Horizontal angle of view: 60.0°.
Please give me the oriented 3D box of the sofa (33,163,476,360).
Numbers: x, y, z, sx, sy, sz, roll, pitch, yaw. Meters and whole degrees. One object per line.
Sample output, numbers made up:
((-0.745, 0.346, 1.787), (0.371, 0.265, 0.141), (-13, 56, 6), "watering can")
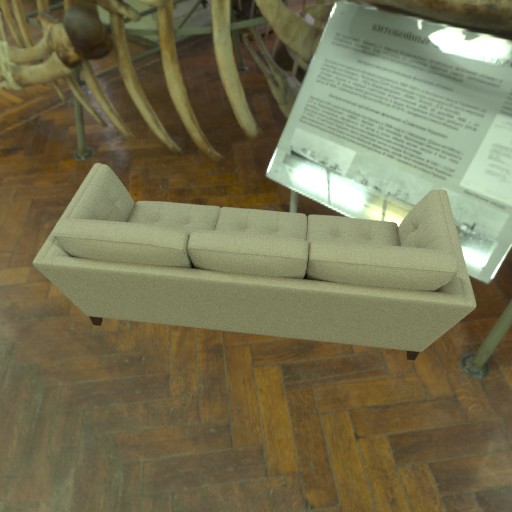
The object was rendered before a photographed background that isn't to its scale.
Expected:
((0.000, 0.000, 2.890), (2.388, 0.940, 0.965), (5, 47, 5), "sofa")
